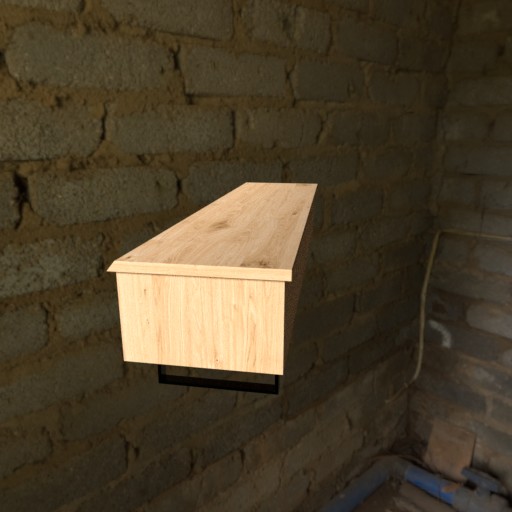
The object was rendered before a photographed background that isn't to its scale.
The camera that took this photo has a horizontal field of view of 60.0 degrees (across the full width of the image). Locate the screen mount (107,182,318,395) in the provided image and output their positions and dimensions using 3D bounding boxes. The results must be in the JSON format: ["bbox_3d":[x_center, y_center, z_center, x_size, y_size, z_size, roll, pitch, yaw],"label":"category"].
[{"bbox_3d":[0.000,0.000,1.898,0.450,0.430,1.700,3,16,9],"label":"screen mount"}]
